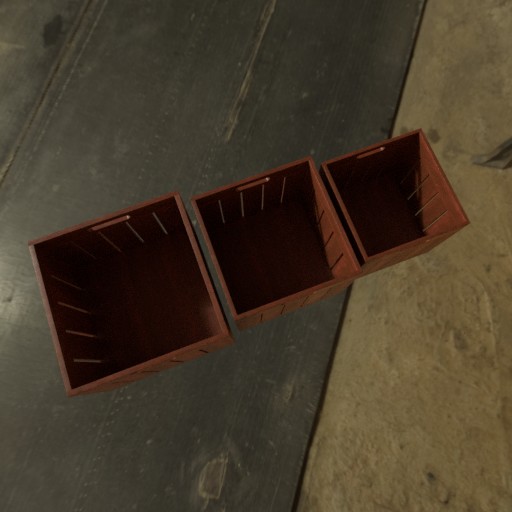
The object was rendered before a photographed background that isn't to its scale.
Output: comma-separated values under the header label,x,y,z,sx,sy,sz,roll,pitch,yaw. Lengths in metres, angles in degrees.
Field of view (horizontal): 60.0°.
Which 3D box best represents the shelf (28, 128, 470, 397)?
label,x,y,z,sx,sy,sz,roll,pitch,yaw
shelf,0.000,0.000,1.251,1.064,0.311,0.393,-20,77,-5
